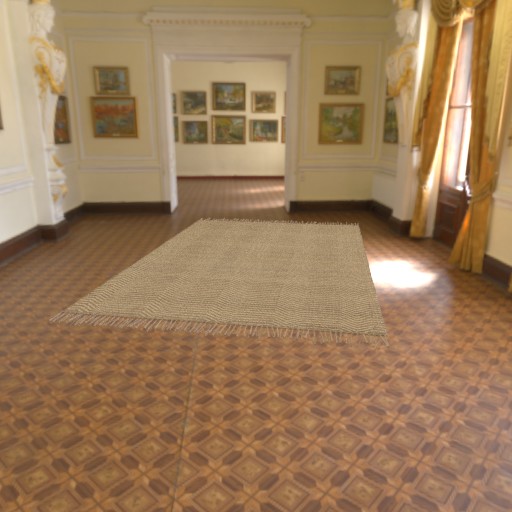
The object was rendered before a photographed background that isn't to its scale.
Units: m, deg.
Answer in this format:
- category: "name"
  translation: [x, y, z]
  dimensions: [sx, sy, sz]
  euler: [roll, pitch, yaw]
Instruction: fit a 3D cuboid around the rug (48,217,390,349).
- category: "rug"
  translation: [0.000, 0.000, 3.098]
  dimensions: [1.528, 0.034, 2.523]
  euler: [3, 16, 9]
